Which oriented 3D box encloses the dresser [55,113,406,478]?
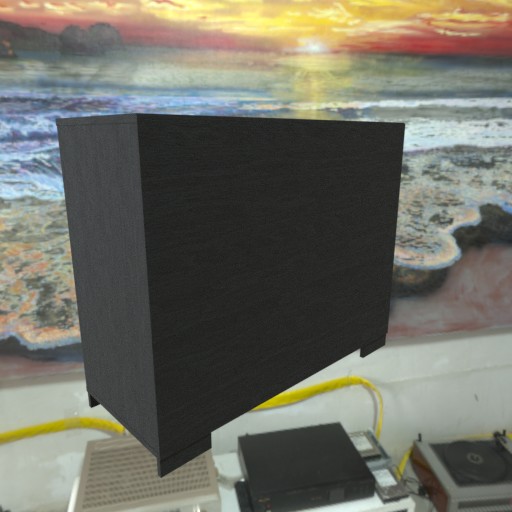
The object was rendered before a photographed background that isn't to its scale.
[{"bbox_3d":[0.000,0.000,1.398,0.994,0.816,0.404,-14,21,-42],"label":"dresser"}]
